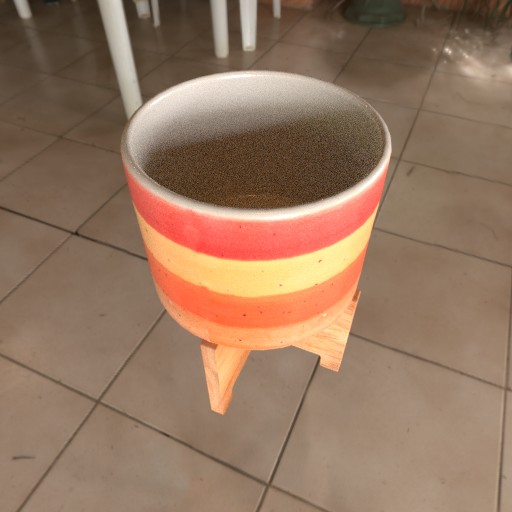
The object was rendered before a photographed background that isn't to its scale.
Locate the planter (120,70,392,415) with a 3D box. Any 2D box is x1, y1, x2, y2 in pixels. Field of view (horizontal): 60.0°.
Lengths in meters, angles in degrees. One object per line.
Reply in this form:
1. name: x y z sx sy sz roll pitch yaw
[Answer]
1. planter: 0.000 0.000 0.412 0.199 0.268 0.199 0 47 0
